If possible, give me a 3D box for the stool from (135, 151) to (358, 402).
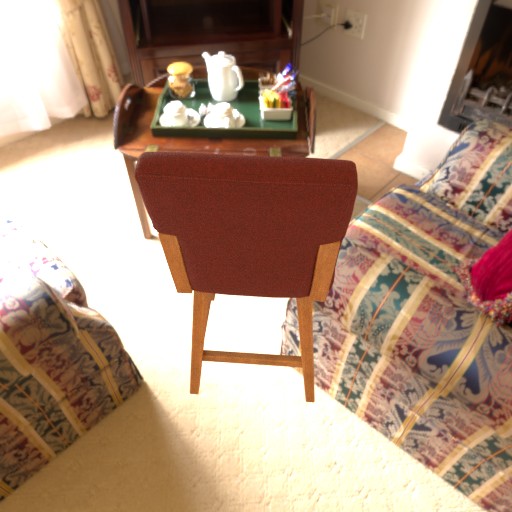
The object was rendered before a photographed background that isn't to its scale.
[{"bbox_3d":[0.000,0.000,1.334,0.468,1.038,0.562,3,47,3],"label":"stool"}]
